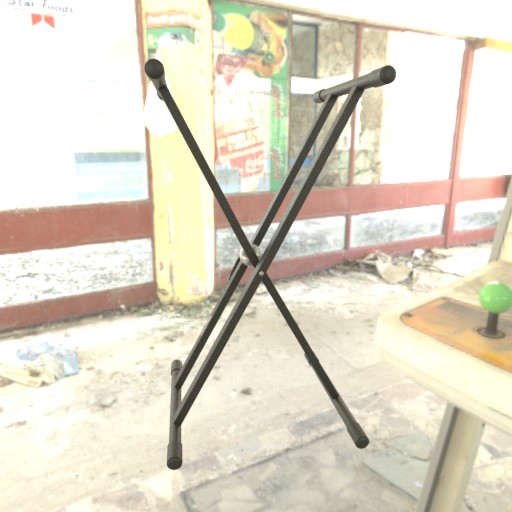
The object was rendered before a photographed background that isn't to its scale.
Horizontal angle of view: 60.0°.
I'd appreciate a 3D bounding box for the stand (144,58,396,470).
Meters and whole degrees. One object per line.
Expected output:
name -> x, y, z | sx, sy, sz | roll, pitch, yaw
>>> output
stand -> 0.000, 0.000, 1.202 | 0.503, 0.900, 0.495 | -2, 15, -9
